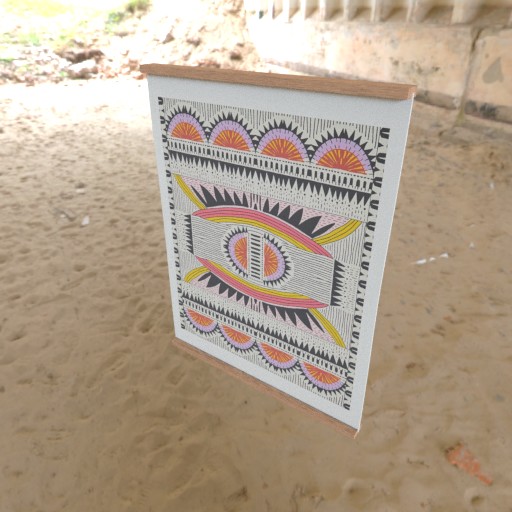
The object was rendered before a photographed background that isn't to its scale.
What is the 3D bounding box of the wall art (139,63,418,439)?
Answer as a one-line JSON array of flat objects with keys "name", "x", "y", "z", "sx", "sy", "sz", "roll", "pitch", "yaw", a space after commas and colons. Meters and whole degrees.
[{"name": "wall art", "x": 0.000, "y": 0.000, "z": 0.687, "sx": 0.403, "sy": 0.527, "sz": 0.028, "roll": 19, "pitch": 34, "yaw": 30}]
